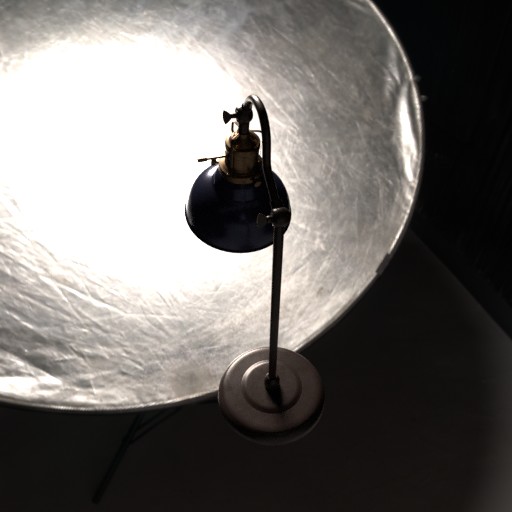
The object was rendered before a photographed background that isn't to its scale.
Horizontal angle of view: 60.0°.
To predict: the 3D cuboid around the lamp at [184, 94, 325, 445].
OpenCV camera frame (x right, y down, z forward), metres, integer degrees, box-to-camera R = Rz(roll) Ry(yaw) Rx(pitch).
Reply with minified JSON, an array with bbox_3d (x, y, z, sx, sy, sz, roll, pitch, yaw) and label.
[{"bbox_3d":[0.000,0.000,0.699,0.192,0.508,0.374,-12,43,-13],"label":"lamp"}]
